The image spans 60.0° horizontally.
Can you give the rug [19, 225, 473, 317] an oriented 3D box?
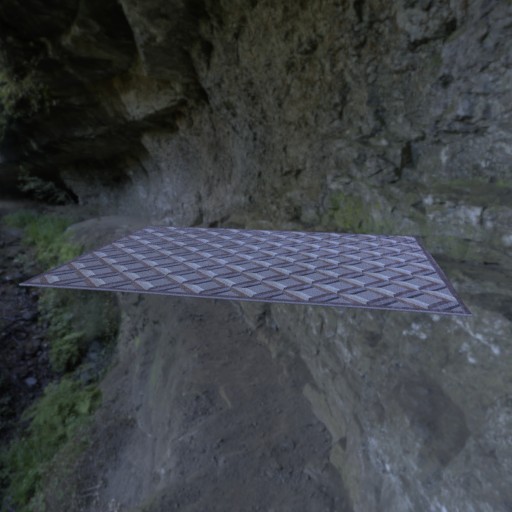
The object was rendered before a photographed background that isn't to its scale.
[{"bbox_3d":[0.000,0.000,2.908,2.260,0.013,1.600,3,16,11],"label":"rug"}]
